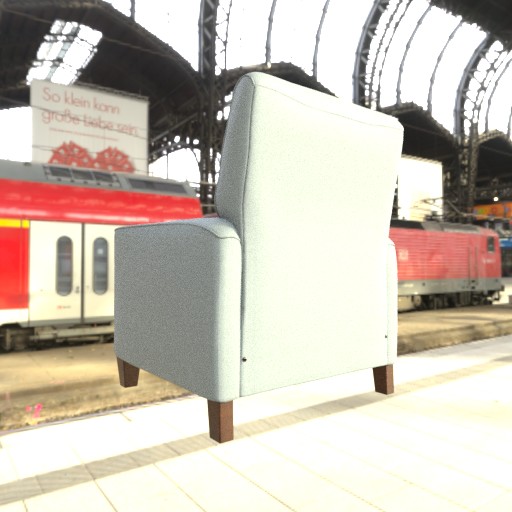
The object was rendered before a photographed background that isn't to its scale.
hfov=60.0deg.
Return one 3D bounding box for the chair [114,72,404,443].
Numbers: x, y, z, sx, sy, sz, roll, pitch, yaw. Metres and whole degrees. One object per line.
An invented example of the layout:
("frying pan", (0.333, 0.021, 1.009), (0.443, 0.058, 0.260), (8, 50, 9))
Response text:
("chair", (0.000, 0.000, 1.668), (0.853, 1.007, 0.846), (1, -1, -38))
